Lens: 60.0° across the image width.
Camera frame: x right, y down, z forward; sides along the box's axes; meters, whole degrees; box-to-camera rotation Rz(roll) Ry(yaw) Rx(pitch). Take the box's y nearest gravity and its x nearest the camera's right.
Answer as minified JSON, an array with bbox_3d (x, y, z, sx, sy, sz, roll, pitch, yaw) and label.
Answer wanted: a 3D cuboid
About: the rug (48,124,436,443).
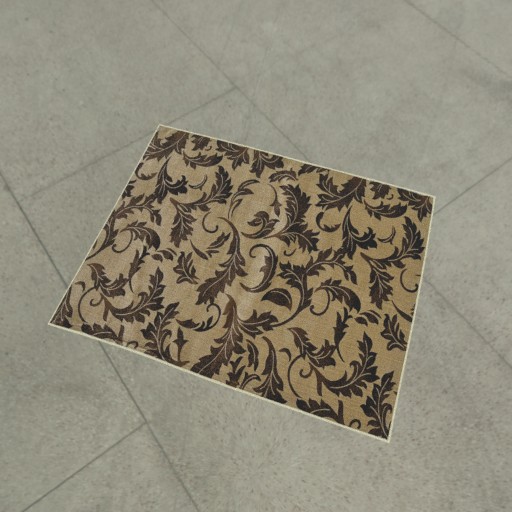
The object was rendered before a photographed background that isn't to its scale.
[{"bbox_3d":[0.000,0.000,4.083,2.977,0.008,2.380,17,65,8],"label":"rug"}]
